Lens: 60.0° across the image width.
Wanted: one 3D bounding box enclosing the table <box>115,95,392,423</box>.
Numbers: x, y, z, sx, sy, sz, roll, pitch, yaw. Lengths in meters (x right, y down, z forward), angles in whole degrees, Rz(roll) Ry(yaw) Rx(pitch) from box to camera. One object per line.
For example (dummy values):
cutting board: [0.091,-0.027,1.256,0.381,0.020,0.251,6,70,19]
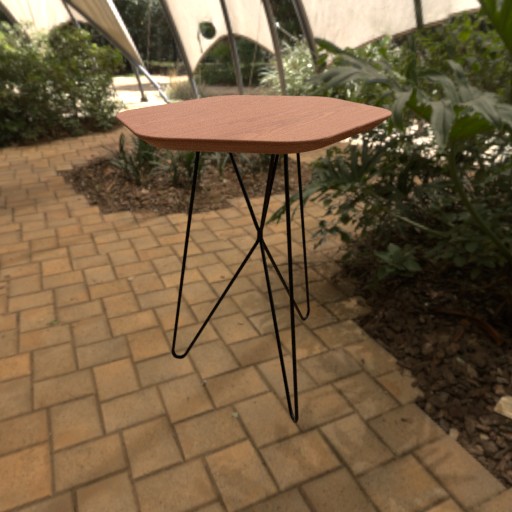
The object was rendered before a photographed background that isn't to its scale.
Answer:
table: [0.000,0.000,0.897,0.400,0.562,0.500,18,32,32]
